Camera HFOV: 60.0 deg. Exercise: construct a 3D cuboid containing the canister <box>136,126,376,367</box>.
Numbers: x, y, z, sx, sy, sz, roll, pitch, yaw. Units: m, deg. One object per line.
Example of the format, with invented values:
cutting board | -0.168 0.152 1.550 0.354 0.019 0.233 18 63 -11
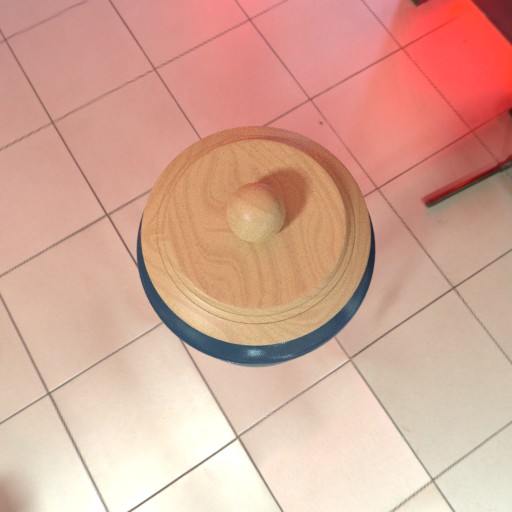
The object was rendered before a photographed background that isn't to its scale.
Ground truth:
canister | 0.000 0.000 0.269 0.130 0.176 0.130 0 75 0
